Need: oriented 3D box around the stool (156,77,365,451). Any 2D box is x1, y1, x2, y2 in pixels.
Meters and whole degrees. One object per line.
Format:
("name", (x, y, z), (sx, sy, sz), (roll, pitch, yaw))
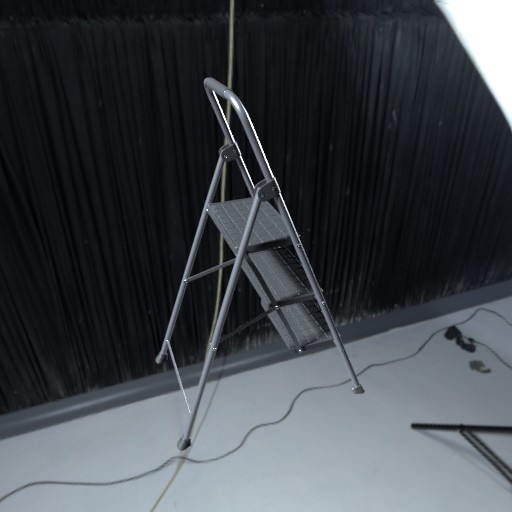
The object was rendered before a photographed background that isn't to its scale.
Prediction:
("stool", (0.000, 0.000, 1.497), (0.733, 1.121, 0.473), (-11, 33, -17))
